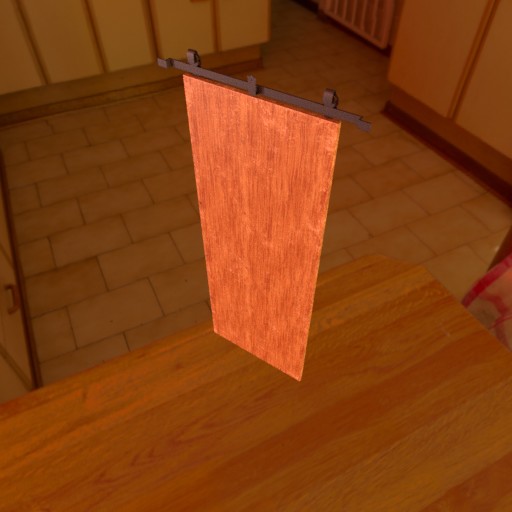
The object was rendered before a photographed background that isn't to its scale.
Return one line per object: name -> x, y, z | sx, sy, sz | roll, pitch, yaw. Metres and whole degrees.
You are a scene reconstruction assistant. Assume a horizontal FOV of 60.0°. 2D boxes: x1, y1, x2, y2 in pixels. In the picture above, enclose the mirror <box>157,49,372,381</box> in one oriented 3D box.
mirror -> 0.000, 0.000, 2.104 | 0.847, 1.793, 0.042 | 26, 52, 22
